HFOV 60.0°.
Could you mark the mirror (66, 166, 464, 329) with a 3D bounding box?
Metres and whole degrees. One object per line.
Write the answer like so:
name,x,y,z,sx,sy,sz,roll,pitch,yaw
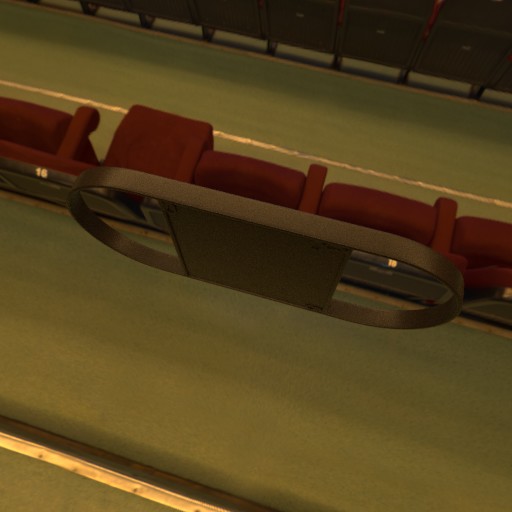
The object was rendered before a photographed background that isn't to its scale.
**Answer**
mirror,0.000,0.000,0.657,0.584,0.254,0.032,15,65,7
